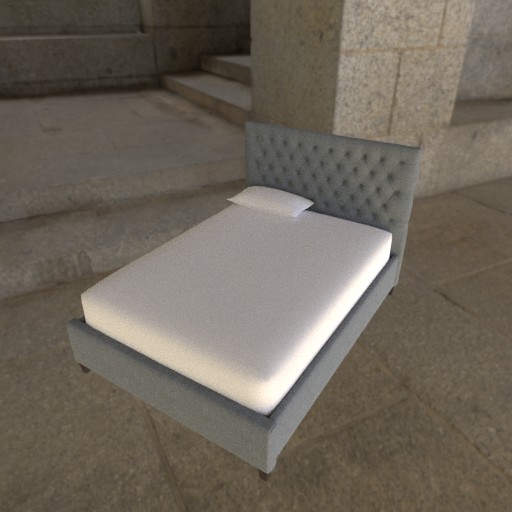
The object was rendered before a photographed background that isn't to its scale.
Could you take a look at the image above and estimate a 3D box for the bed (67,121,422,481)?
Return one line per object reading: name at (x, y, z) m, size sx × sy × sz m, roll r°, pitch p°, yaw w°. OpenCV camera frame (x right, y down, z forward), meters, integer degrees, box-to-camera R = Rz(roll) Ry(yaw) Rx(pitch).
bed at (0.000, 0.000, 3.428) m, size 1.698 × 1.411 × 2.335 m, roll 18°, pitch 34°, yaw 28°
